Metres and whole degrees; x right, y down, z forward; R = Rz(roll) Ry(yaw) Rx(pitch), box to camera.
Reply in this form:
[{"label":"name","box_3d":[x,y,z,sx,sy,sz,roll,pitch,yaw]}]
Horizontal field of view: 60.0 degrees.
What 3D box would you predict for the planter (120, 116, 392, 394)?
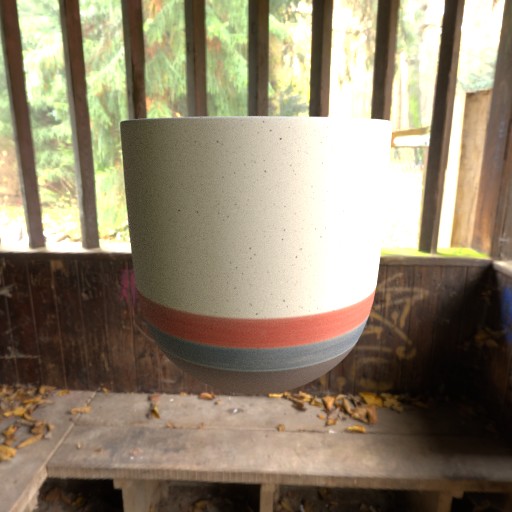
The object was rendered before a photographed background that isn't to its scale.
[{"label":"planter","box_3d":[0.000,0.000,0.372,0.204,0.214,0.204,0,15,0]}]
